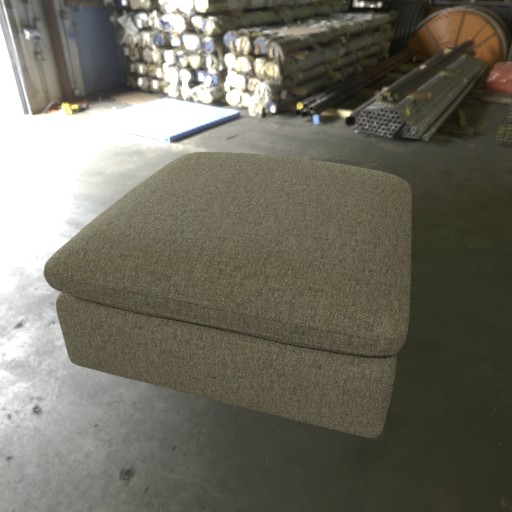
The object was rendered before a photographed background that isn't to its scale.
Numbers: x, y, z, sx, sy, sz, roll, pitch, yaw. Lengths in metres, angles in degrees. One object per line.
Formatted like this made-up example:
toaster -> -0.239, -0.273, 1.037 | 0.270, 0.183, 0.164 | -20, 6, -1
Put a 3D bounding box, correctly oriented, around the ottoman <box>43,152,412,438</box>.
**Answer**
ottoman -> 0.000, 0.000, 1.626 | 1.039, 0.526, 1.035 | 9, 33, 14
